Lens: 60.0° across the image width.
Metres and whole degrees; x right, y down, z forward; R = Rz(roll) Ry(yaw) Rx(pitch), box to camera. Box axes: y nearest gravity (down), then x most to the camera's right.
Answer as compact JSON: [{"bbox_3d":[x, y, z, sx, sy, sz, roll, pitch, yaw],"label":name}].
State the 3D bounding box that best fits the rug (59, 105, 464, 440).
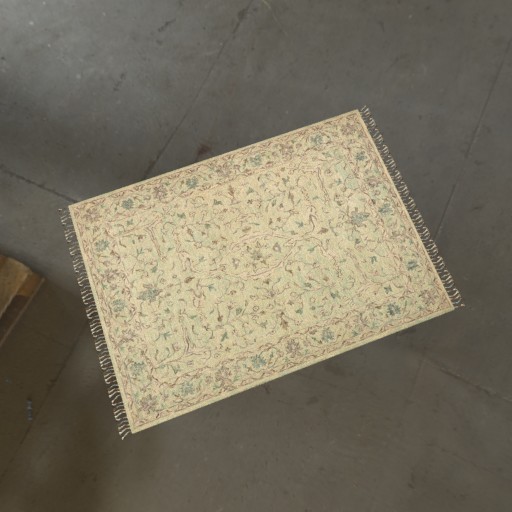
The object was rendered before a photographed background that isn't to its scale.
[{"bbox_3d":[0.000,0.000,2.302,1.802,0.008,1.247,-20,76,-5],"label":"rug"}]
